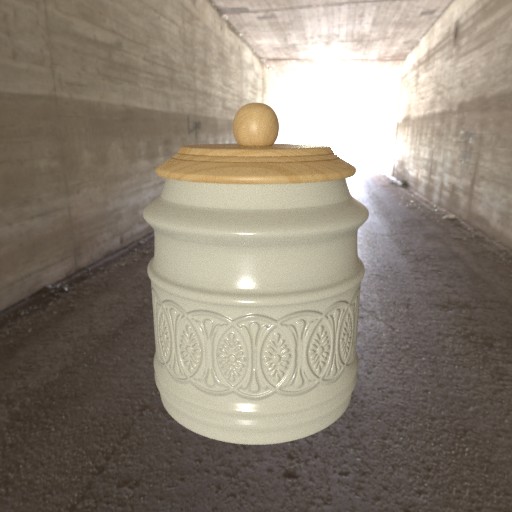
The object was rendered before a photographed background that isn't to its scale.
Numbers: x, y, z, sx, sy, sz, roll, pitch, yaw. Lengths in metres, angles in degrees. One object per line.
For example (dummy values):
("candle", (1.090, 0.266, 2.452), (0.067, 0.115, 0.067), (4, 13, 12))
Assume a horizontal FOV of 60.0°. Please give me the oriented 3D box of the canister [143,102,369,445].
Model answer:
("canister", (0.000, 0.000, 0.270), (0.130, 0.176, 0.130), (0, 16, 0))
